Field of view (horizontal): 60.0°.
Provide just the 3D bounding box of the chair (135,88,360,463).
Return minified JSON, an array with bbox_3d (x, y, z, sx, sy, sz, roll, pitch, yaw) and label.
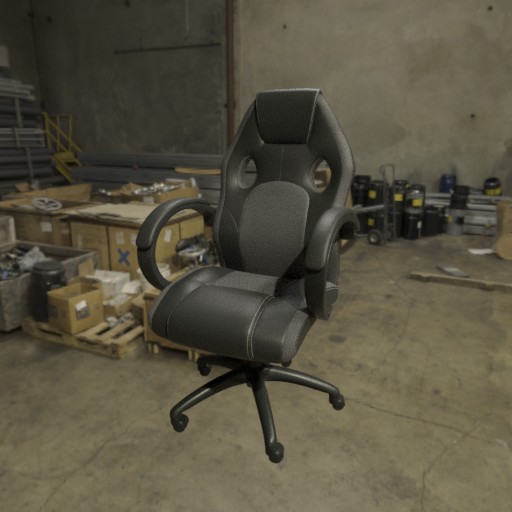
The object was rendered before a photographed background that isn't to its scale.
[{"bbox_3d":[0.000,0.000,1.600,0.673,1.187,0.724,7,17,24],"label":"chair"}]
